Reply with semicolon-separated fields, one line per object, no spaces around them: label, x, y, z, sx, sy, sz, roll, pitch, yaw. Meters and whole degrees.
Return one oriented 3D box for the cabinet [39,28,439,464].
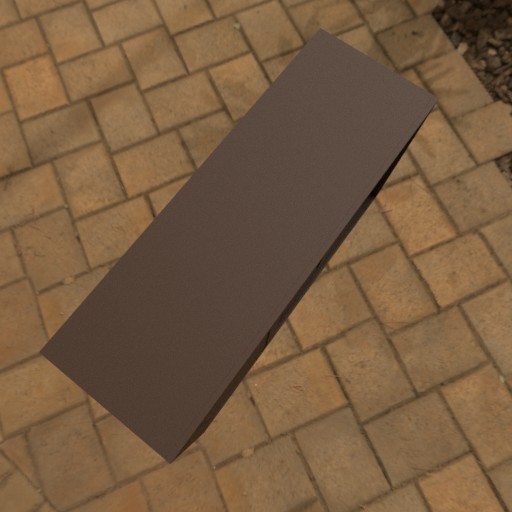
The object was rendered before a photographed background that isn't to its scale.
cabinet;0.000;0.000;1.802;0.482;0.914;1.396;36;77;10
